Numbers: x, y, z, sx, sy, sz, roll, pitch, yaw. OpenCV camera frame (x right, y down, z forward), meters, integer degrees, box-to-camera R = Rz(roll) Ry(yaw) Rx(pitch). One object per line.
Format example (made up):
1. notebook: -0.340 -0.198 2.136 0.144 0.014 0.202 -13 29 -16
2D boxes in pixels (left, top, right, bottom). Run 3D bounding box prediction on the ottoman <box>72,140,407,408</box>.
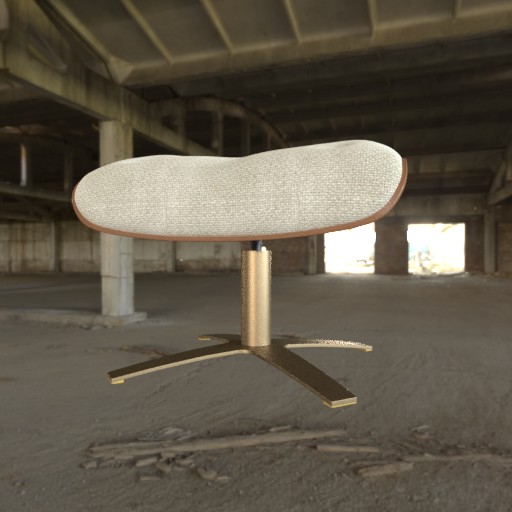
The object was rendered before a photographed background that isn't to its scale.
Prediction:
1. ottoman: 0.000 0.000 0.812 0.520 0.391 0.394 0 0 18
